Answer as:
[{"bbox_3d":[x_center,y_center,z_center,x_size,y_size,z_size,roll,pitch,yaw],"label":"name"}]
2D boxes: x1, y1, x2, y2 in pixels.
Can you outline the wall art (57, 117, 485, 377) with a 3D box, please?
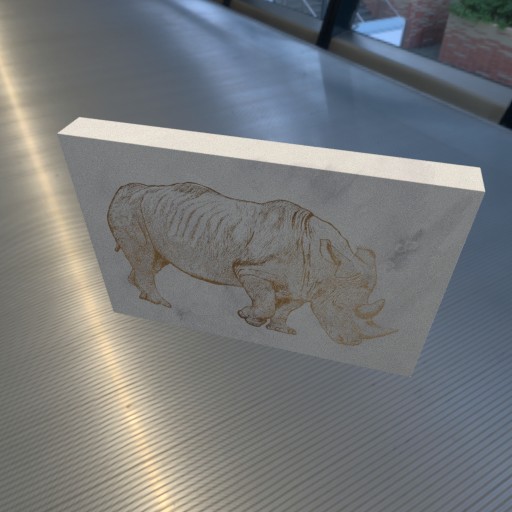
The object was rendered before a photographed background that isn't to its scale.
[{"bbox_3d":[0.000,0.000,0.481,0.381,0.254,0.038,10,42,11],"label":"wall art"}]
